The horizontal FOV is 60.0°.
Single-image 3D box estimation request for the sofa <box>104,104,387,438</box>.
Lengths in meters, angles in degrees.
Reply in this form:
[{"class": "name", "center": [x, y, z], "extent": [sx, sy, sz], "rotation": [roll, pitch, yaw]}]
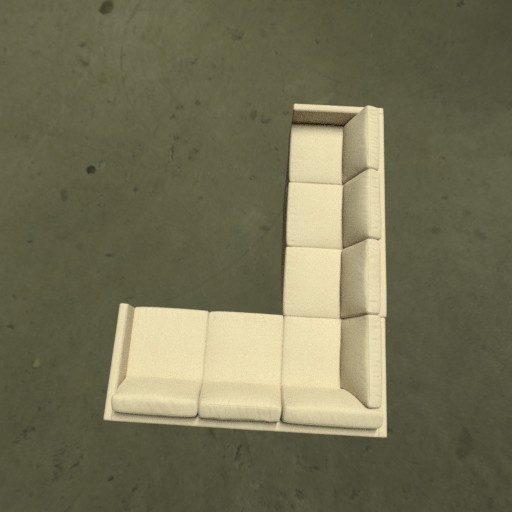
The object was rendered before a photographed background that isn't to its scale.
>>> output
[{"class": "sofa", "center": [0.000, 0.000, 4.392], "extent": [2.432, 0.871, 3.182], "rotation": [3, 75, 1]}]
